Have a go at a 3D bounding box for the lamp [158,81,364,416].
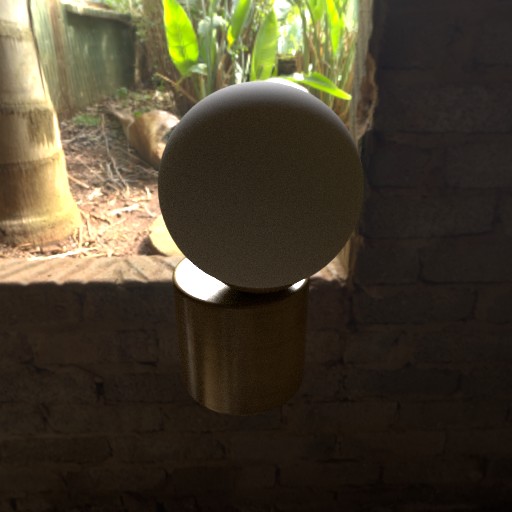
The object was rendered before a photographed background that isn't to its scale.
[{"bbox_3d":[0.000,0.000,0.340,0.141,0.250,0.152,-18,31,-32],"label":"lamp"}]
